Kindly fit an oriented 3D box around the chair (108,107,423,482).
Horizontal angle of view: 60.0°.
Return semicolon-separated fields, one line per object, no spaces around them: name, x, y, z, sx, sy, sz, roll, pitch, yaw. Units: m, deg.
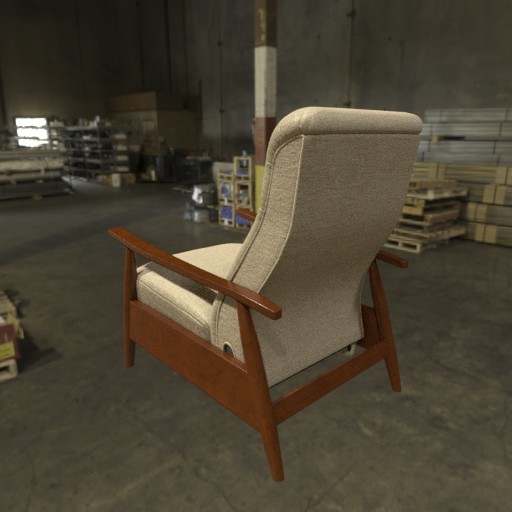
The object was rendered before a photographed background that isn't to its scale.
chair;0.000;0.000;1.773;0.762;1.082;1.014;-14;21;-41
